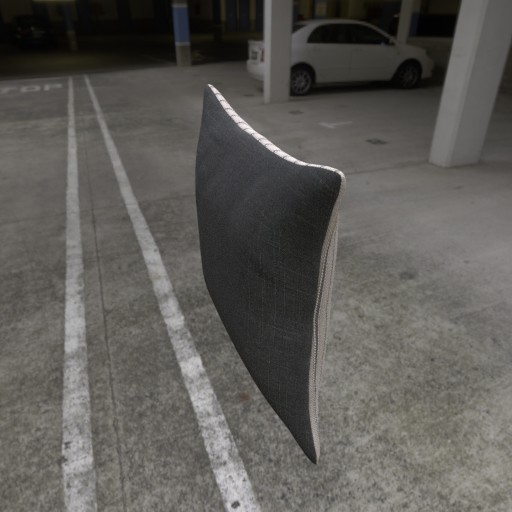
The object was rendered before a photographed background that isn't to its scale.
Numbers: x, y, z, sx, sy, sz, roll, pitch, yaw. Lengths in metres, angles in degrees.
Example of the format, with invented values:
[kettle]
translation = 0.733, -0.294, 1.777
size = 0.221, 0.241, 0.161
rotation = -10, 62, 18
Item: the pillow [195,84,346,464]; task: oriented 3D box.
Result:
[pillow]
translation = 0.000, 0.000, 0.705
size = 0.138, 0.444, 0.468
rotation = -11, 33, -18
